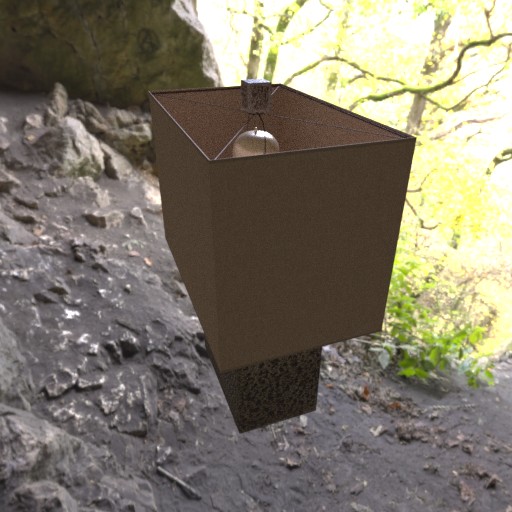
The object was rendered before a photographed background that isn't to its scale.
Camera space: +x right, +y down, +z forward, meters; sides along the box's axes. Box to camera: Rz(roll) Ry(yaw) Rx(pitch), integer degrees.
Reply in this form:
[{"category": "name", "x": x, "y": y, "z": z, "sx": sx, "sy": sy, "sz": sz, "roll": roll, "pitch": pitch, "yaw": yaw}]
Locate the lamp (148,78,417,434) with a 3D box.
[{"category": "lamp", "x": 0.000, "y": 0.000, "z": 0.553, "sx": 0.180, "sy": 0.411, "sz": 0.294, "roll": -10, "pitch": 32, "yaw": -17}]
